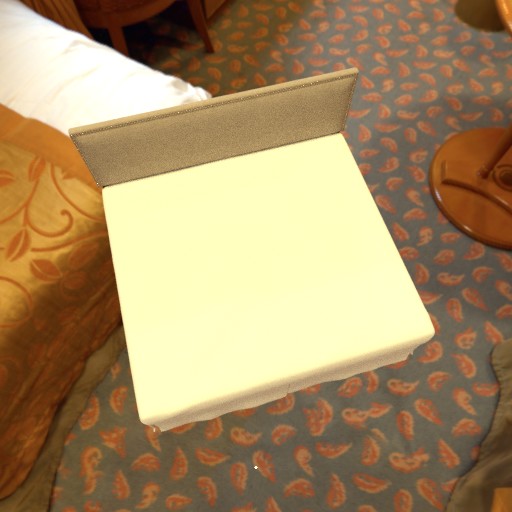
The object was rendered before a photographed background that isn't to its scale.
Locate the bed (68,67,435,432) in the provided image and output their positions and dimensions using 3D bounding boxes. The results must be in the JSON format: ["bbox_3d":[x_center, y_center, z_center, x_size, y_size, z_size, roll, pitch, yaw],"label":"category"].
[{"bbox_3d":[0.000,0.000,3.304,2.170,1.346,1.914,-15,65,-7],"label":"bed"}]
